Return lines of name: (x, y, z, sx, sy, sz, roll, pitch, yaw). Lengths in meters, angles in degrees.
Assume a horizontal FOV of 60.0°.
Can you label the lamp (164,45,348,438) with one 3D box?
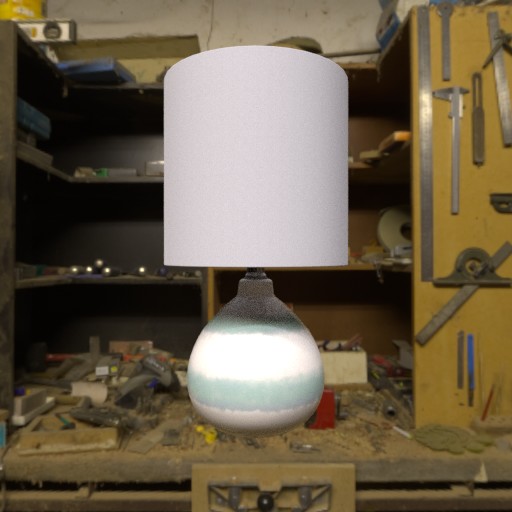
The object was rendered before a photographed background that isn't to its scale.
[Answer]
lamp: (0.000, 0.000, 0.533, 0.217, 0.404, 0.217, 0, 0, 1)
